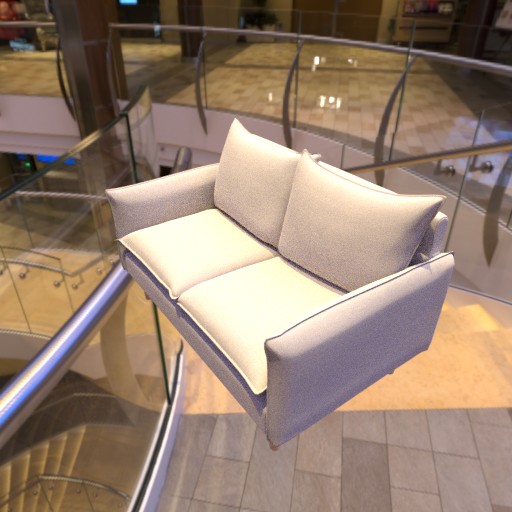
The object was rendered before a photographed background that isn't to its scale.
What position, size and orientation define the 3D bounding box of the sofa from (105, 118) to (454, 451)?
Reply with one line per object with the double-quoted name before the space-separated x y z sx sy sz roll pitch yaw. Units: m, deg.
"sofa" 0.000 0.000 1.873 0.820 0.840 1.300 -21 37 -30
